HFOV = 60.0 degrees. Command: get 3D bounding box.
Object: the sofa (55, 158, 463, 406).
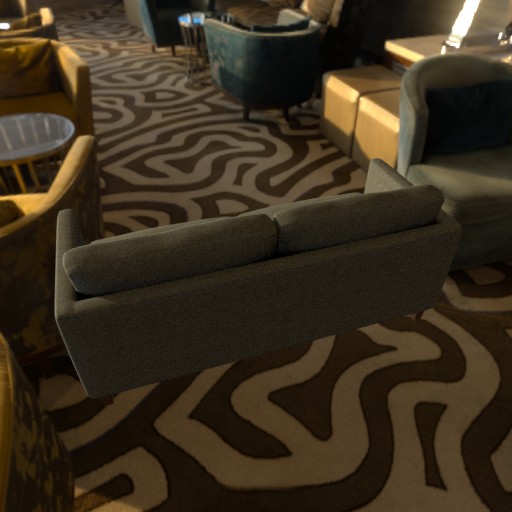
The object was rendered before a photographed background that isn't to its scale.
[{"bbox_3d":[0.000,0.000,2.739,2.208,0.965,0.948,-12,41,-14],"label":"sofa"}]
